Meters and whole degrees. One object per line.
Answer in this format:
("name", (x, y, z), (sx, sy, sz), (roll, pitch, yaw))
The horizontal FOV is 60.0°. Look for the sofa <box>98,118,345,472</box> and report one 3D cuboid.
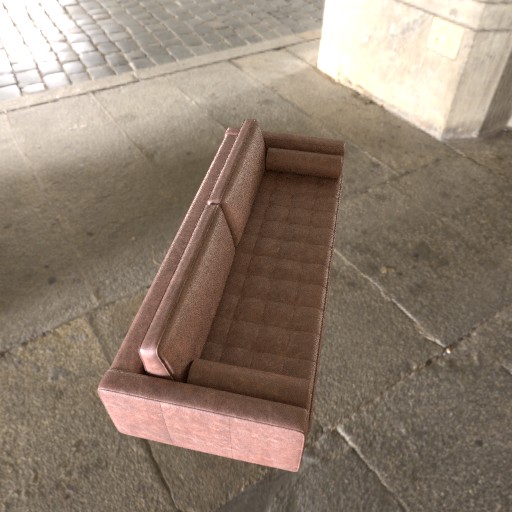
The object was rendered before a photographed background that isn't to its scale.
("sofa", (0.000, 0.000, 2.666), (0.914, 0.762, 2.210), (9, 46, 8))
